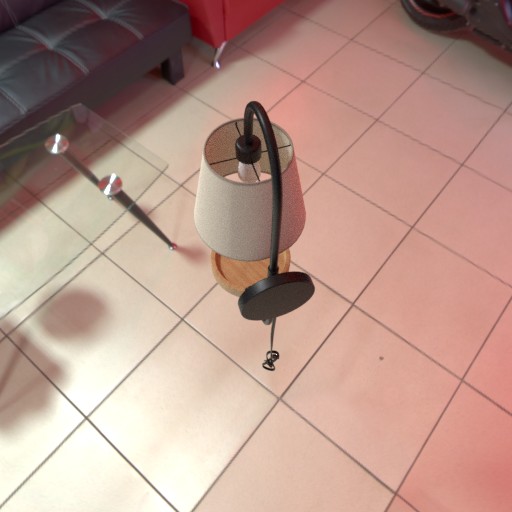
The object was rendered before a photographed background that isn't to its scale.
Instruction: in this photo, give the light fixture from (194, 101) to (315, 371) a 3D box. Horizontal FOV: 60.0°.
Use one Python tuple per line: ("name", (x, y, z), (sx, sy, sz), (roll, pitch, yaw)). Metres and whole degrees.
("light fixture", (0.000, 0.000, 0.941), (0.220, 0.821, 0.299), (-15, 61, -9))
